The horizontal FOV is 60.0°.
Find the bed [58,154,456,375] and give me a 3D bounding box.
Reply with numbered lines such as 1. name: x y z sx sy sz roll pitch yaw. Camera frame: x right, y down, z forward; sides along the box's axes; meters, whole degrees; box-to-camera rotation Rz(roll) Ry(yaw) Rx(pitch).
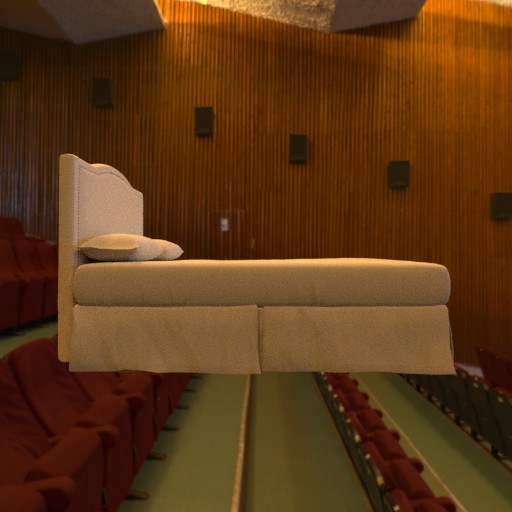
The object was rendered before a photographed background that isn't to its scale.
1. bed: 0.000 0.000 3.615 2.477 1.437 1.977 0 0 0
